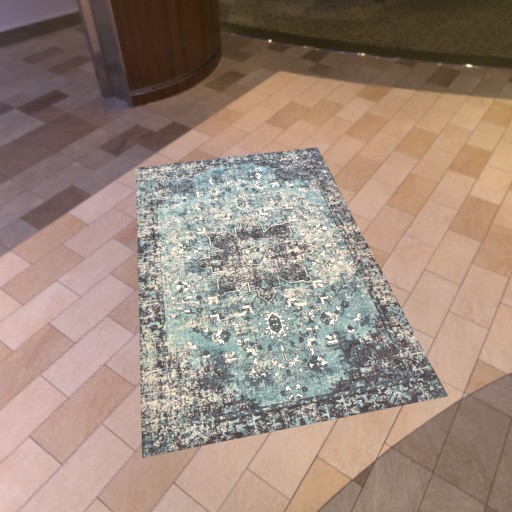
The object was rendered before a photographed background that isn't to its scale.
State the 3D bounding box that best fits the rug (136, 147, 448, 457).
[{"bbox_3d":[0.000,0.000,2.323,1.219,0.005,1.828,-8,47,-8],"label":"rug"}]
